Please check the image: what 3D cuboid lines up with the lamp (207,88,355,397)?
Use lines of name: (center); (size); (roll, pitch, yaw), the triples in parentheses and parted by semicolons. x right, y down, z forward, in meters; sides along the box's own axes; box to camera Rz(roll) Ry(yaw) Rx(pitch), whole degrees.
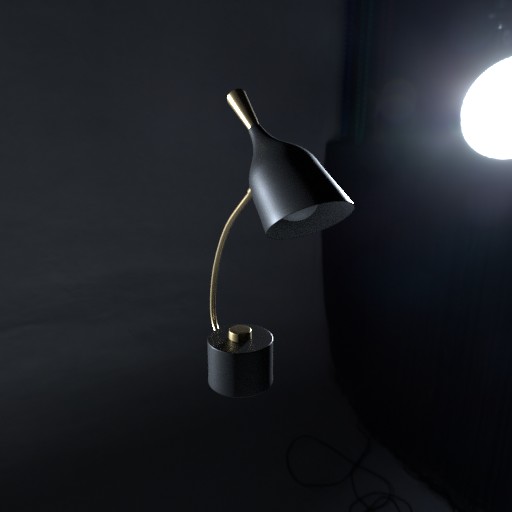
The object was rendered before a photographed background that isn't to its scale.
lamp: (0.000, 0.000, 0.644); (0.110, 0.464, 0.352); (-8, 18, -27)
